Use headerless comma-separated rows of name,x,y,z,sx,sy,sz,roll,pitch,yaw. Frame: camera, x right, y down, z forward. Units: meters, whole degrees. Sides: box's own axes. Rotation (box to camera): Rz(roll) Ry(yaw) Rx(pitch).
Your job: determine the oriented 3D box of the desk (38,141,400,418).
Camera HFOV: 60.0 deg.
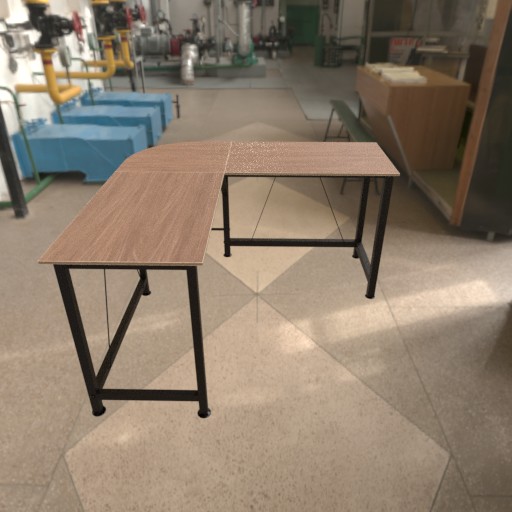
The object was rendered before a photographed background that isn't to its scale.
desk,0.000,0.000,2.232,1.400,0.762,1.400,1,30,1
